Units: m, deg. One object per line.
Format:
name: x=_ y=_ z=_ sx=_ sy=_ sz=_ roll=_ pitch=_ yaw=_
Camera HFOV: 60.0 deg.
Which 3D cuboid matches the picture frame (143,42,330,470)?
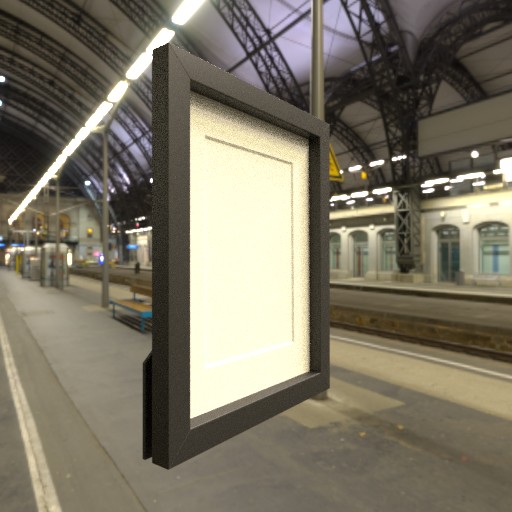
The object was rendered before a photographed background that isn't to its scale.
picture frame: x=0.000 y=0.000 z=0.529 sx=0.036 sy=0.383 sz=0.307 roll=0 pitch=0 yaw=37
